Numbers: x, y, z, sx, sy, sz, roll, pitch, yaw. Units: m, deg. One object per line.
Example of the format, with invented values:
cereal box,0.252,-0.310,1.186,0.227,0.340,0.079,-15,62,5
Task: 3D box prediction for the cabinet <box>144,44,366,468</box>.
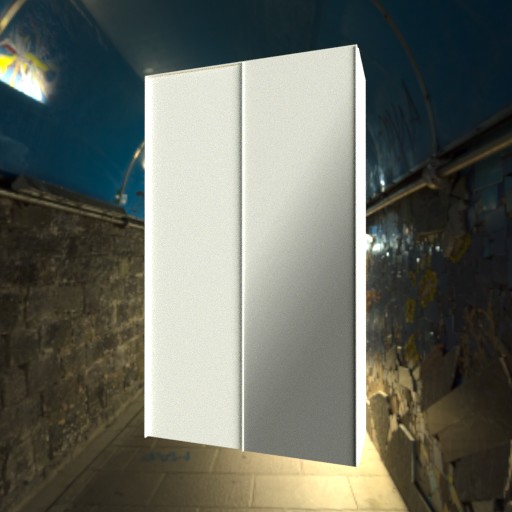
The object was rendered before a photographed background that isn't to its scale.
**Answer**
cabinet,0.000,0.000,2.673,1.250,2.160,0.480,0,0,18
